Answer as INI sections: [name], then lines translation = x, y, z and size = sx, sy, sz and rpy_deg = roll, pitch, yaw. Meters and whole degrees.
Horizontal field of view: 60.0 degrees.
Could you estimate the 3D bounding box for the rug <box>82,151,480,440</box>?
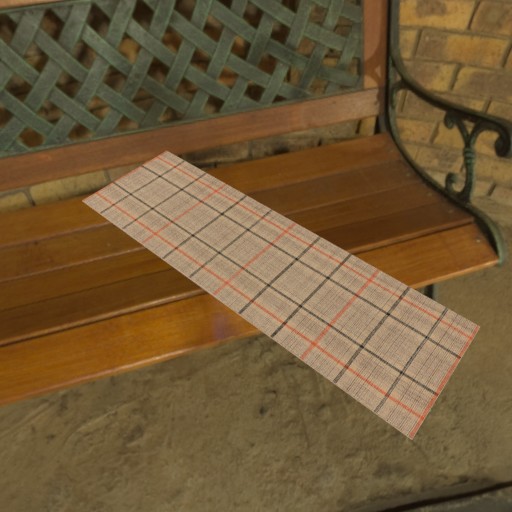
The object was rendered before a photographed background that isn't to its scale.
[rug]
translation = 0.000, 0.000, 2.660
size = 2.439, 0.008, 0.762
rpy_deg = 32, 55, 26
